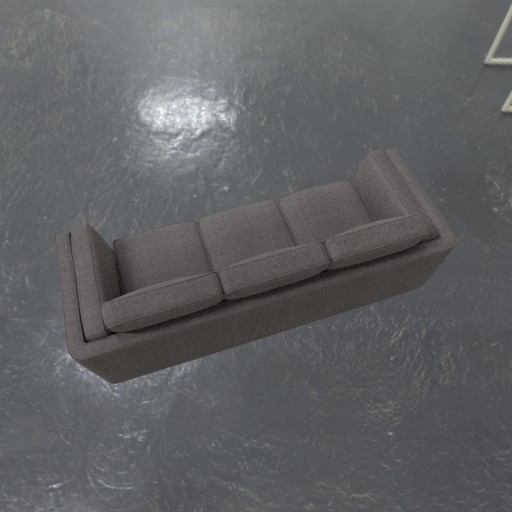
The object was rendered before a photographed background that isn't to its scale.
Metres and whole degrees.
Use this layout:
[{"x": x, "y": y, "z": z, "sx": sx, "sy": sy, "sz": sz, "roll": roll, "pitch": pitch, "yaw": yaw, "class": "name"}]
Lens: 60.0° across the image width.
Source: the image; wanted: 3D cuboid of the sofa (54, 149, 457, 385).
[{"x": 0.000, "y": 0.000, "z": 2.915, "sx": 2.362, "sy": 0.899, "sz": 0.903, "roll": -16, "pitch": 59, "yaw": -10, "class": "sofa"}]
